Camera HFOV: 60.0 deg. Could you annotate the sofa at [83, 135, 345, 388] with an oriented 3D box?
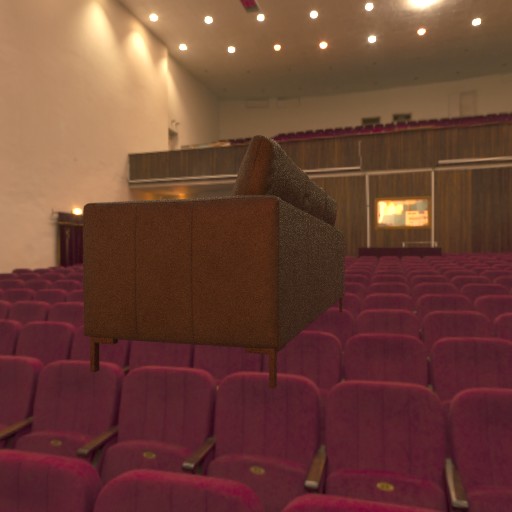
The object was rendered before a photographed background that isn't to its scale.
[{"bbox_3d":[0.000,0.000,2.382,0.748,0.805,2.029,0,0,17],"label":"sofa"}]
